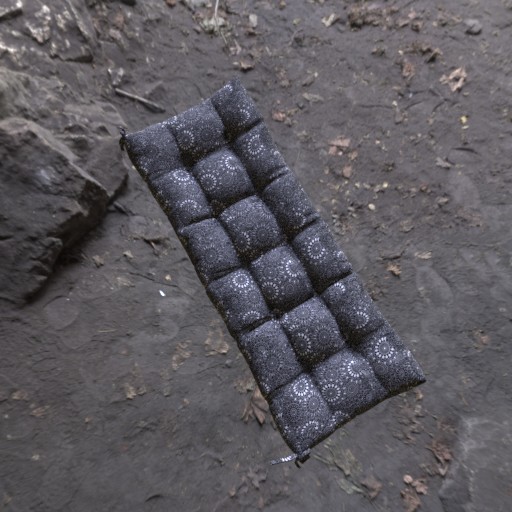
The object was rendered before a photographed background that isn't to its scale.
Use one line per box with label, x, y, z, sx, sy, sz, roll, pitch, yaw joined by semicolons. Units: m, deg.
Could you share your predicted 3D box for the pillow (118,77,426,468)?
pillow;0.000;0.000;1.370;0.511;0.174;1.194;-29;80;-6
